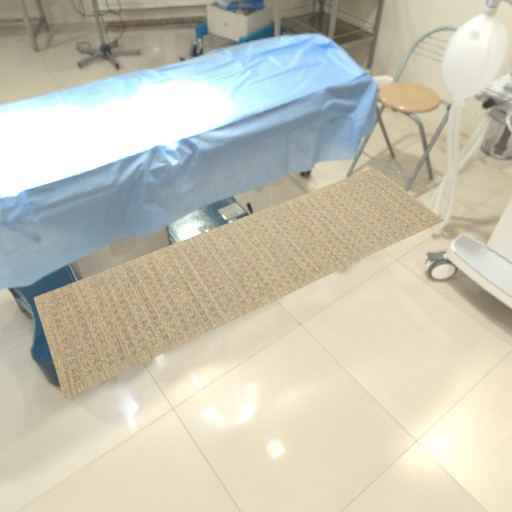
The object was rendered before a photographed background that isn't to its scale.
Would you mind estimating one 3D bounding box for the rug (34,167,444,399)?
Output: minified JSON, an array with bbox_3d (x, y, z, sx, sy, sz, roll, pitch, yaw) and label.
[{"bbox_3d":[0.000,0.000,2.663,2.437,0.005,0.688,-23,50,-20],"label":"rug"}]
